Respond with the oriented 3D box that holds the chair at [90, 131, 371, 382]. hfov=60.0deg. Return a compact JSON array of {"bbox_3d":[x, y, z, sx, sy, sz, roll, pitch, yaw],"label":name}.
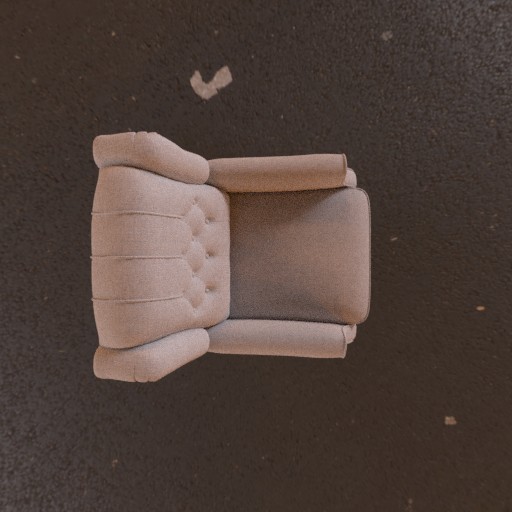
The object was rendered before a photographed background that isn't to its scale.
[{"bbox_3d":[0.000,0.000,1.654,0.902,1.035,0.742,0,90,0],"label":"chair"}]
